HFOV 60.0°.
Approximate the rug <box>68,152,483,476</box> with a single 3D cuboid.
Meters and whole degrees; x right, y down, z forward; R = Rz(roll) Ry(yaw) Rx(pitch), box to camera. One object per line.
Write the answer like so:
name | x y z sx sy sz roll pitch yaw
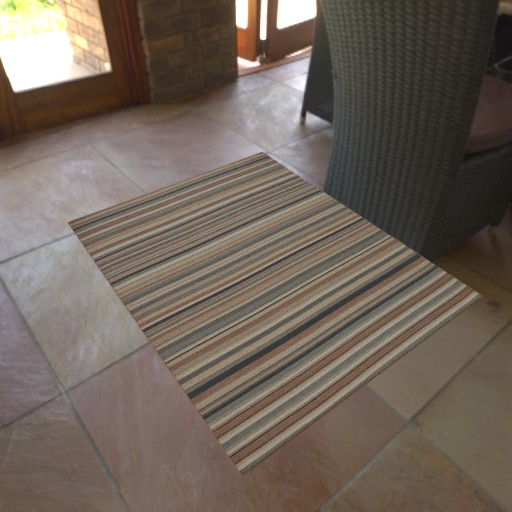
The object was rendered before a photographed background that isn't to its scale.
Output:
rug | 0.000 0.000 4.040 2.436 0.011 3.045 -26 48 -26
